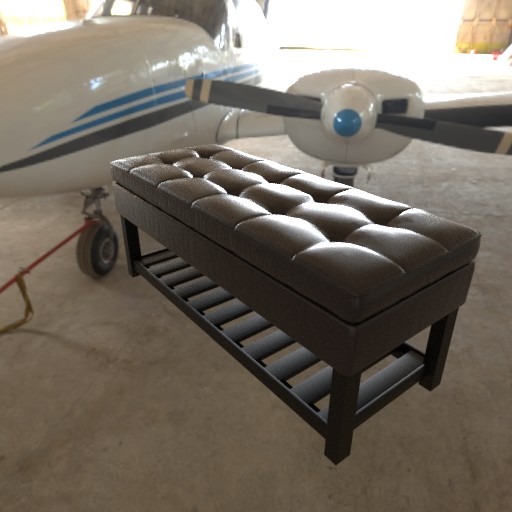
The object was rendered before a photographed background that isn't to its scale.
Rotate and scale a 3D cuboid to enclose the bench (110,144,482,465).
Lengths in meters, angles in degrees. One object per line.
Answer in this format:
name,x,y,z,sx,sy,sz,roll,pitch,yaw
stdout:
bench,0.000,0.000,1.339,0.432,0.460,1.105,-20,33,-33
